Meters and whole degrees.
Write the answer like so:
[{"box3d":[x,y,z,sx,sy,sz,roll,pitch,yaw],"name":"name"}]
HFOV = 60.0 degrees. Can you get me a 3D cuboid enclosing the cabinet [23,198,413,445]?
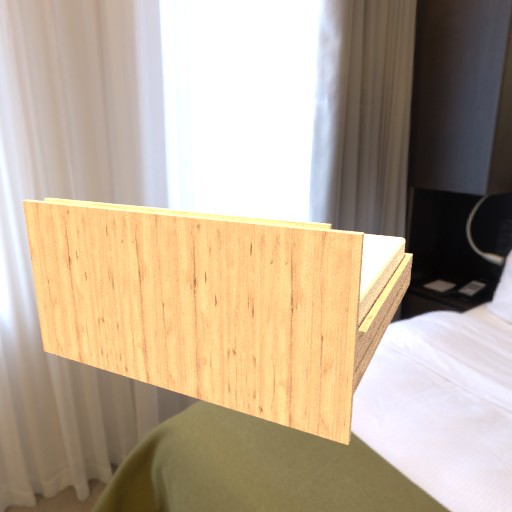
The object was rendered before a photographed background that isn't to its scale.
[{"box3d":[0.000,0.000,3.141,1.950,0.970,2.080,8,17,26],"name":"cabinet"}]
